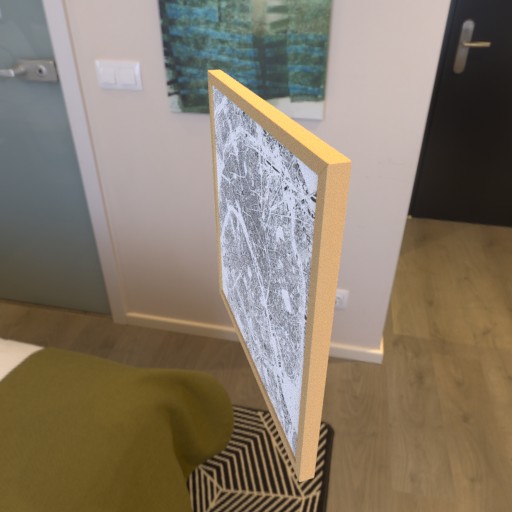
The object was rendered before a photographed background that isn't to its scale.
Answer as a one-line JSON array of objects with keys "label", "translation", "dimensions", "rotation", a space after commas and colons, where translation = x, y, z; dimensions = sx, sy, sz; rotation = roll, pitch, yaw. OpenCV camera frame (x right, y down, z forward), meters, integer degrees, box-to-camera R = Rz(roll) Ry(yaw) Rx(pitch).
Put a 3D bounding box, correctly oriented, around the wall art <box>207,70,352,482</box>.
[{"label": "wall art", "translation": [0.000, 0.000, 1.123], "dimensions": [0.037, 0.761, 0.761], "rotation": [-10, 33, -15]}]
